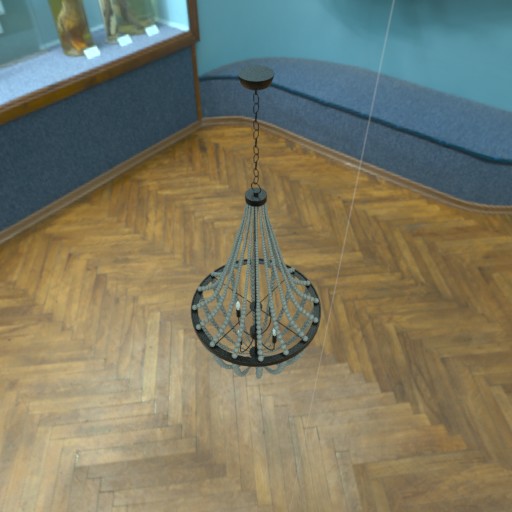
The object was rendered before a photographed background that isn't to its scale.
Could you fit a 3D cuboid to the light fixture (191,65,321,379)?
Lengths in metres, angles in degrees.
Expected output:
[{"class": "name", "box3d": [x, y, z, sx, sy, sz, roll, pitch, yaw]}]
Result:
[{"class": "light fixture", "box3d": [0.000, 0.000, 1.355, 0.450, 1.133, 0.450, 0, 47, 0]}]
